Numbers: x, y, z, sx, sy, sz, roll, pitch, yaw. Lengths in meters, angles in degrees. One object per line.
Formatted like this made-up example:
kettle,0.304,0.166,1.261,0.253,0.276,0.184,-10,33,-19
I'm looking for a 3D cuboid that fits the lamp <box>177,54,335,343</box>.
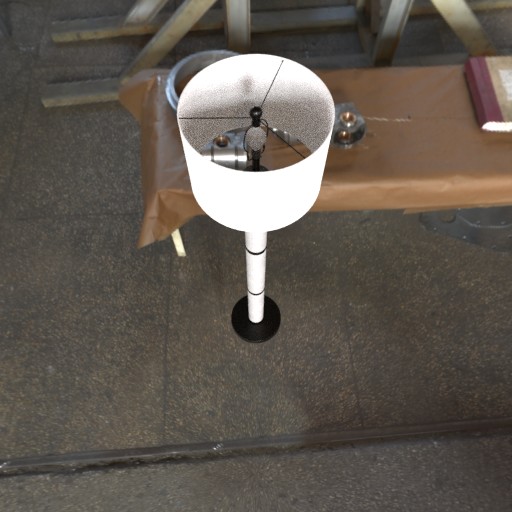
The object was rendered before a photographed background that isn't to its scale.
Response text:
lamp,0.000,0.000,1.765,0.377,1.599,0.377,-35,69,-16
